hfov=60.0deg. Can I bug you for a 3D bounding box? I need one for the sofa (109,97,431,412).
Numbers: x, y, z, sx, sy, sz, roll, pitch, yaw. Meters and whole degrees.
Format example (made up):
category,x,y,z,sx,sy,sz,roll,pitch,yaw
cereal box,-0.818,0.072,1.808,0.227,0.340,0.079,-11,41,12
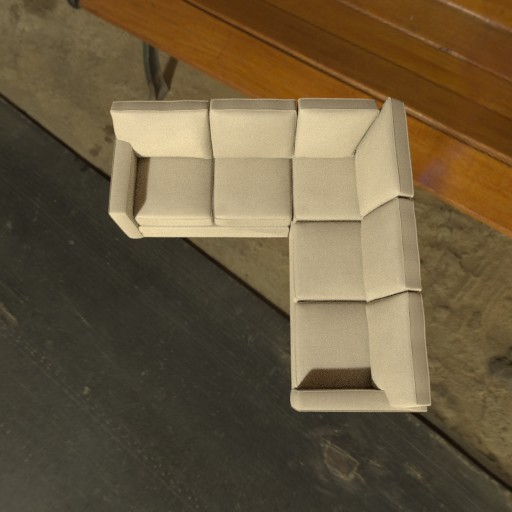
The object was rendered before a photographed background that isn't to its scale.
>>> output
category,x,y,z,sx,sy,sz,roll,pitch,yaw
sofa,0.000,0.000,3.310,2.182,0.939,2.189,0,74,0
